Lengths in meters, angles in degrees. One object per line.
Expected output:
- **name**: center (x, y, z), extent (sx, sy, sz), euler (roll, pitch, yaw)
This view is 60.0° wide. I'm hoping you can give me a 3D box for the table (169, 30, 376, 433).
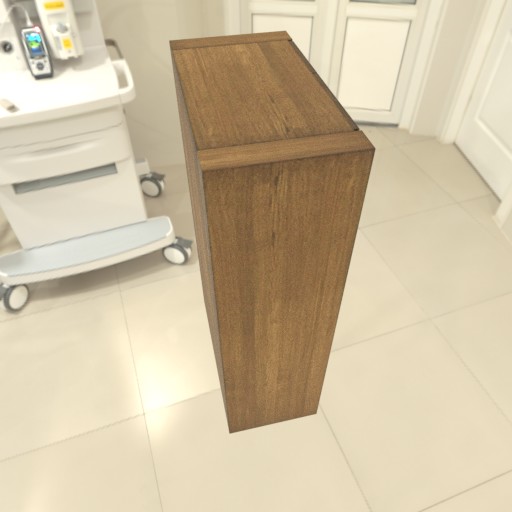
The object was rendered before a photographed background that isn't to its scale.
- **table**: center (0.000, 0.000, 2.514), extent (0.600, 2.000, 1.100), euler (-9, 47, -9)
